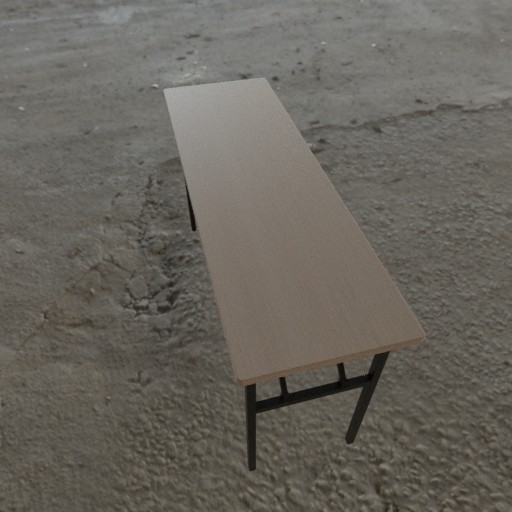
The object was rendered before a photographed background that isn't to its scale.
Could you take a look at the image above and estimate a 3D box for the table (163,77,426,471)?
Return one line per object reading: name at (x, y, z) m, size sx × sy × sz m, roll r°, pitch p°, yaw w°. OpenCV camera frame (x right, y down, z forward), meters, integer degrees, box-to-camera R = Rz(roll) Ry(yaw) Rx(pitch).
table at (0.000, 0.000, 1.713) m, size 0.447 × 0.750 × 1.397 m, roll -11°, pitch 47°, yaw -10°
